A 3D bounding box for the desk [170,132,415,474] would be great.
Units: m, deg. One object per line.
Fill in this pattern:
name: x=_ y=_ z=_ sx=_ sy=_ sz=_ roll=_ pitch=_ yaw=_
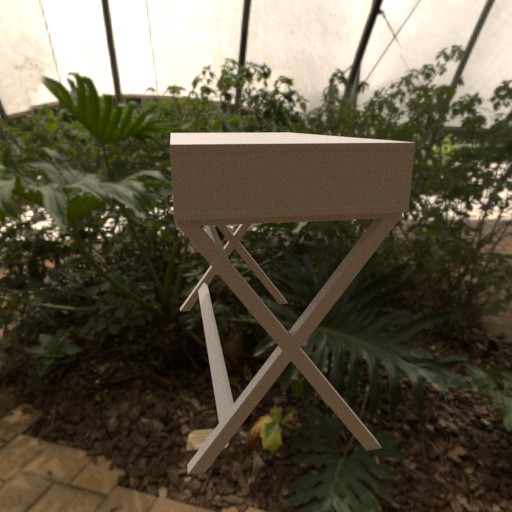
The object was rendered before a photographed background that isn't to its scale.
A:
desk: x=0.000 y=0.000 z=1.494 sx=0.525 sy=0.780 sz=1.057 roll=-3 pitch=17 yaw=-10
